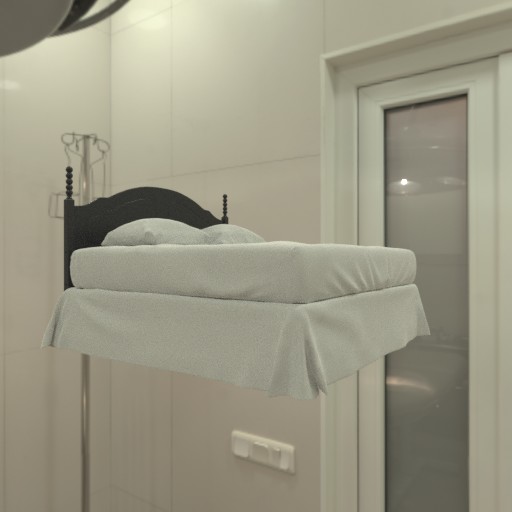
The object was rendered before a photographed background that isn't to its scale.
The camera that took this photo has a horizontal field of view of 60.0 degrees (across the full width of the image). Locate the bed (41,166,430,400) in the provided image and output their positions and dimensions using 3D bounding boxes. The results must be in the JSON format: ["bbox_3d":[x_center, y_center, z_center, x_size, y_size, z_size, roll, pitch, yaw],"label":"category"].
[{"bbox_3d":[0.000,0.000,3.497,2.219,1.355,2.322,0,0,35],"label":"bed"}]
